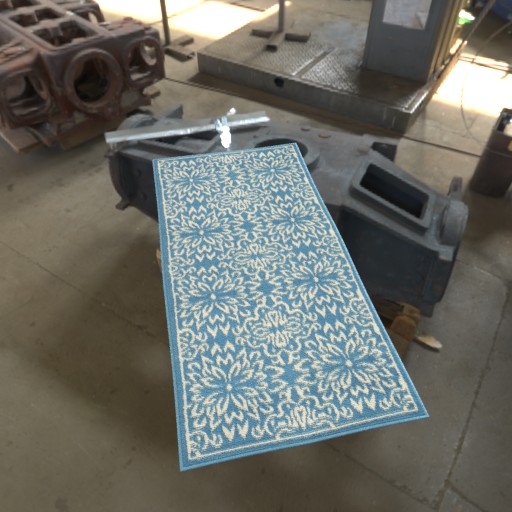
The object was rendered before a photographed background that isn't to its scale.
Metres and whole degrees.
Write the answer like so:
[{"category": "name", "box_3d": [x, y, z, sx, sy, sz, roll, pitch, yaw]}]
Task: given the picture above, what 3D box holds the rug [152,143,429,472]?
[{"category": "rug", "box_3d": [0.000, 0.000, 1.437, 0.604, 0.007, 1.219, -9, 48, -8]}]
